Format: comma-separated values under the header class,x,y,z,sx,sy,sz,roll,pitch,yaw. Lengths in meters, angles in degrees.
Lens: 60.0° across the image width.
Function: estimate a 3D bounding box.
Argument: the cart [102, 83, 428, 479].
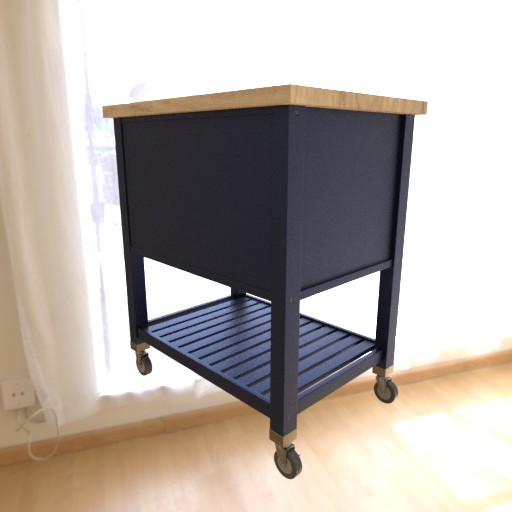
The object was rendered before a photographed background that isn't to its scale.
class,x,y,z,sx,sy,sz,roll,pitch,yaw
cart,0.000,0.000,1.414,0.567,0.920,0.797,-14,20,-42
